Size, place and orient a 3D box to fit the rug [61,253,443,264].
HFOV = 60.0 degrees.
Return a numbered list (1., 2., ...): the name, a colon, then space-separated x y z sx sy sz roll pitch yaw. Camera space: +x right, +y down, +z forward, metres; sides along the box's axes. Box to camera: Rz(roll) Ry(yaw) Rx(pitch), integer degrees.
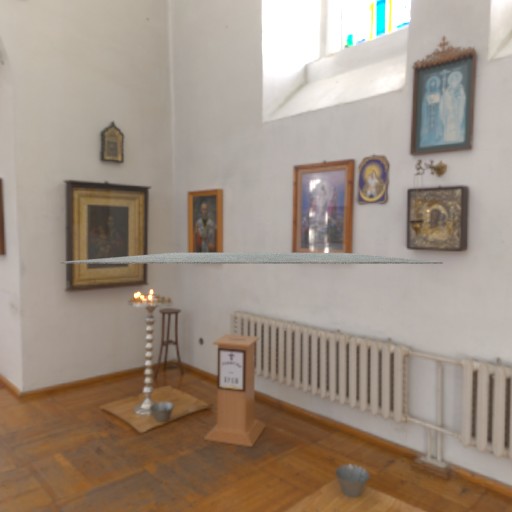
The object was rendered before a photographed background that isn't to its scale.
1. rug: 0.000 0.000 2.902 1.521 0.006 2.283 0 1 1
